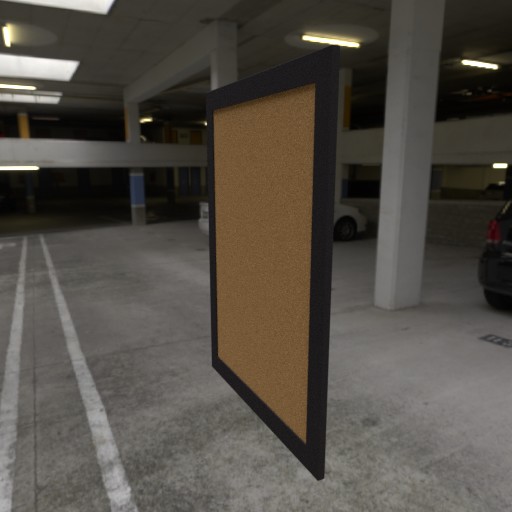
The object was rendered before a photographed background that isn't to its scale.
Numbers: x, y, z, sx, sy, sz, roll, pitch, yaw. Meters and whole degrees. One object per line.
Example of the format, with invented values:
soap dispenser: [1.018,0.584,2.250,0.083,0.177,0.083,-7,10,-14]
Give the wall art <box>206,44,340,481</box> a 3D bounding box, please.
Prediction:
wall art: [0.000,0.000,0.688,0.012,0.529,0.374,-6,13,-27]
